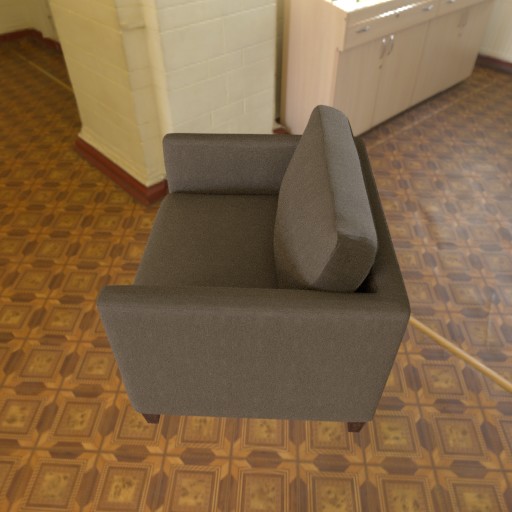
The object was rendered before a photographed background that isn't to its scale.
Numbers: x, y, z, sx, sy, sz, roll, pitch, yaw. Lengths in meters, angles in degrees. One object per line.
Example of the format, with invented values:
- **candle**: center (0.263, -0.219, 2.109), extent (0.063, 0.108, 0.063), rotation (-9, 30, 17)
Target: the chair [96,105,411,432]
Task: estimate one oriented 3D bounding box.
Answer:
- **chair**: center (0.000, 0.000, 1.844), extent (0.959, 0.963, 1.107), rotation (2, 43, 2)
